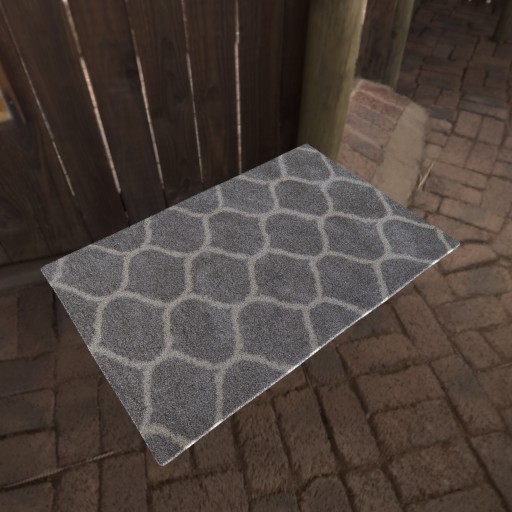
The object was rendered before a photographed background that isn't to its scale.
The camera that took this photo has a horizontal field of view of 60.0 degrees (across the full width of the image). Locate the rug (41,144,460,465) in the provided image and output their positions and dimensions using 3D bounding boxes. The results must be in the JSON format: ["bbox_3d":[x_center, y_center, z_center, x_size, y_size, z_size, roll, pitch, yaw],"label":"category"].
[{"bbox_3d":[0.000,0.000,3.405,2.701,0.026,1.801,-30,54,-25],"label":"rug"}]
